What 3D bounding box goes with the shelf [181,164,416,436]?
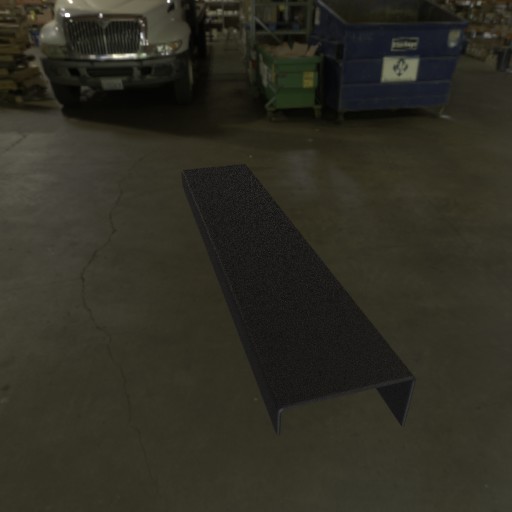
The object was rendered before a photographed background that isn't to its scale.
[{"bbox_3d":[0.000,0.000,0.494,0.102,0.053,0.456,-8,32,-14],"label":"shelf"}]
